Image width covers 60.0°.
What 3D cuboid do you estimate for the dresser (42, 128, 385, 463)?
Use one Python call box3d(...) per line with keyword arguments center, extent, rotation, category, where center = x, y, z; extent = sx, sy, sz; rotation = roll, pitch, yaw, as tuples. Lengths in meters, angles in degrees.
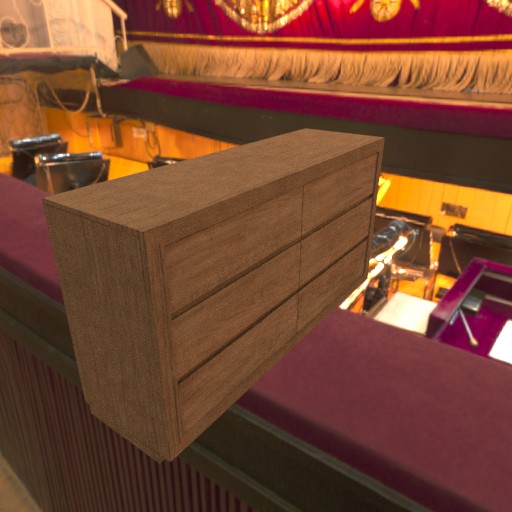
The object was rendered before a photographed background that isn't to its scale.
box3d(center=(0.000, 0.000, 2.051), extent=(0.483, 0.889, 1.628), rotation=(18, 30, 32), category="dresser")
